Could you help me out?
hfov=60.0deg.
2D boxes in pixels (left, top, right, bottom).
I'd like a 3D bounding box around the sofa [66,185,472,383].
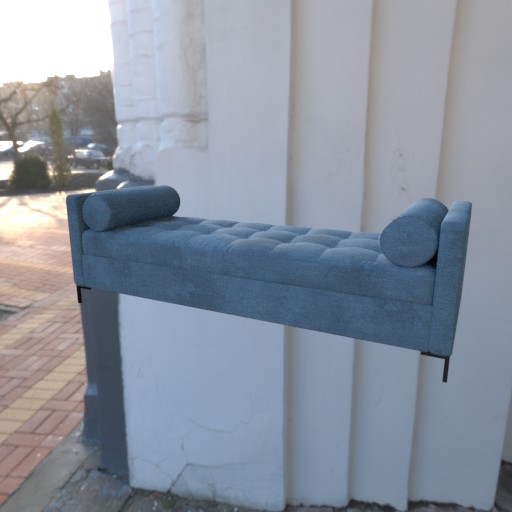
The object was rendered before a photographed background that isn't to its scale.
[{"bbox_3d":[0.000,0.000,2.331,1.981,0.635,0.686,7,16,26],"label":"sofa"}]
